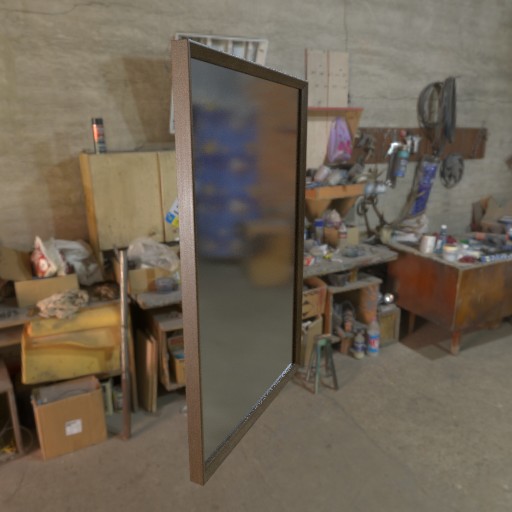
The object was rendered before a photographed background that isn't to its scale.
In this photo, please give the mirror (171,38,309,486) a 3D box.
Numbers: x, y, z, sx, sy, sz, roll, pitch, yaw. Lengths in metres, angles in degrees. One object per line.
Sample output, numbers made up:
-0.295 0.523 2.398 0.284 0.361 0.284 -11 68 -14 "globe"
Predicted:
0.000 0.000 1.147 0.041 0.915 0.609 7 16 25 "mirror"
